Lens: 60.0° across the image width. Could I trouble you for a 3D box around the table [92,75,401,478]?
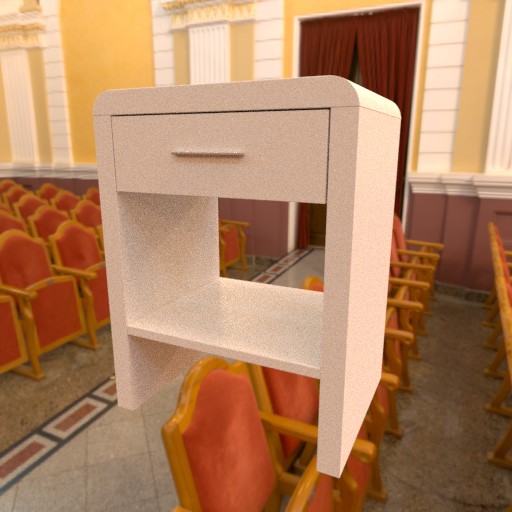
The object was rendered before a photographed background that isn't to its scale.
[{"bbox_3d":[0.000,0.000,0.857,0.450,0.590,0.350,7,16,25],"label":"table"}]
